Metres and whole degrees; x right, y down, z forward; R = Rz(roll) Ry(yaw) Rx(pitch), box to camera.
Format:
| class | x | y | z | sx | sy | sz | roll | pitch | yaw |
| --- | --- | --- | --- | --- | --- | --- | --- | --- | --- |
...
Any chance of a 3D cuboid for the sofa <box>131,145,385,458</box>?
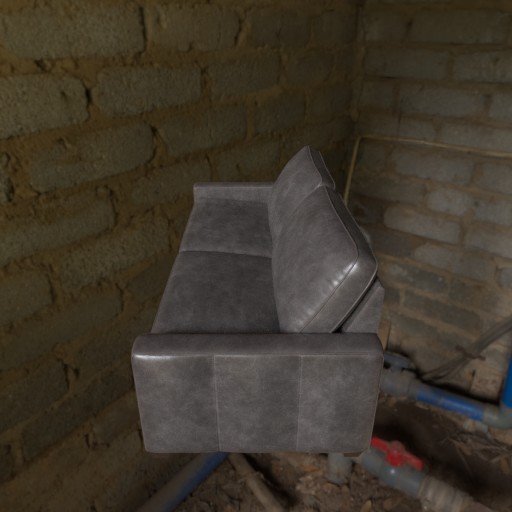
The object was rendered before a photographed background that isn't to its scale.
| class | x | y | z | sx | sy | sz | roll | pitch | yaw |
| --- | --- | --- | --- | --- | --- | --- | --- | --- | --- |
| sofa | 0.000 | 0.000 | 2.565 | 0.939 | 0.916 | 2.081 | 0 | 27 | 0 |
